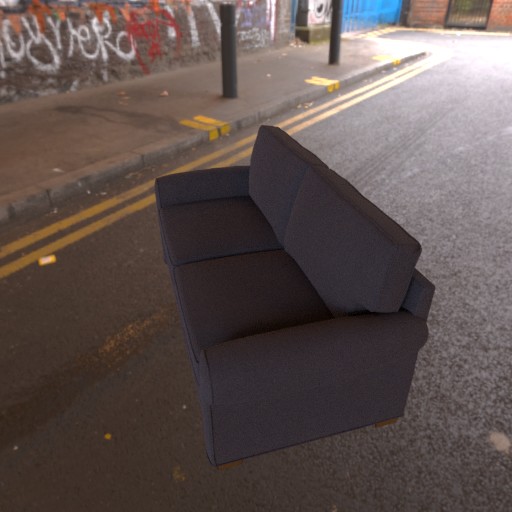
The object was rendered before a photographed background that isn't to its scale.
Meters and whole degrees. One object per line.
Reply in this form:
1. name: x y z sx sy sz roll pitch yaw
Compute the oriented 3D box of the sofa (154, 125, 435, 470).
1. sofa: 0.000 0.000 2.502 0.951 1.031 2.009 -9 33 -14
